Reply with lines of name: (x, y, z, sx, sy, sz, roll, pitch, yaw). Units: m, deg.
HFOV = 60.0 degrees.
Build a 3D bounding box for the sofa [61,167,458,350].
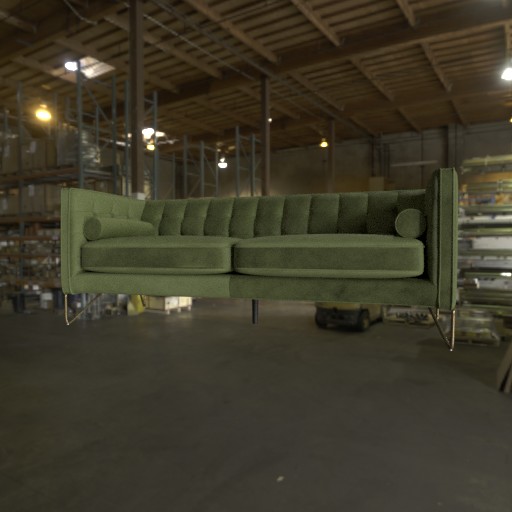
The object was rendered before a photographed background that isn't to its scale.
sofa: (0.000, 0.000, 2.578, 2.087, 0.789, 0.867, 0, 1, 19)
